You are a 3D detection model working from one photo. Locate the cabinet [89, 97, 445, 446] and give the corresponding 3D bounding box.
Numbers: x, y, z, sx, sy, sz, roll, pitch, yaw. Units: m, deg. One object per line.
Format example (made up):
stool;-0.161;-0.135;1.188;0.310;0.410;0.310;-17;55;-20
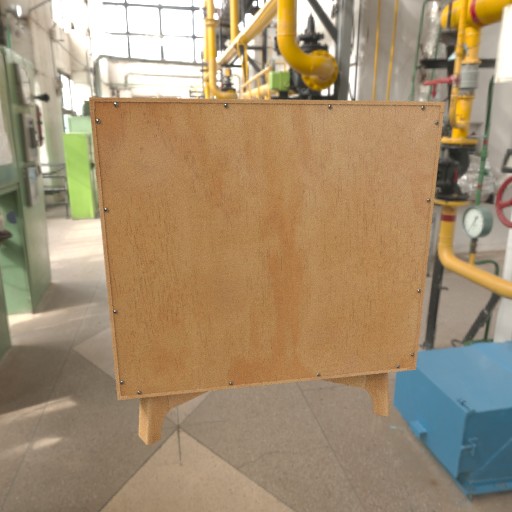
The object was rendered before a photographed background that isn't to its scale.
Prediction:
cabinet;0.000;0.000;0.938;0.551;0.599;0.394;-3;16;-10
